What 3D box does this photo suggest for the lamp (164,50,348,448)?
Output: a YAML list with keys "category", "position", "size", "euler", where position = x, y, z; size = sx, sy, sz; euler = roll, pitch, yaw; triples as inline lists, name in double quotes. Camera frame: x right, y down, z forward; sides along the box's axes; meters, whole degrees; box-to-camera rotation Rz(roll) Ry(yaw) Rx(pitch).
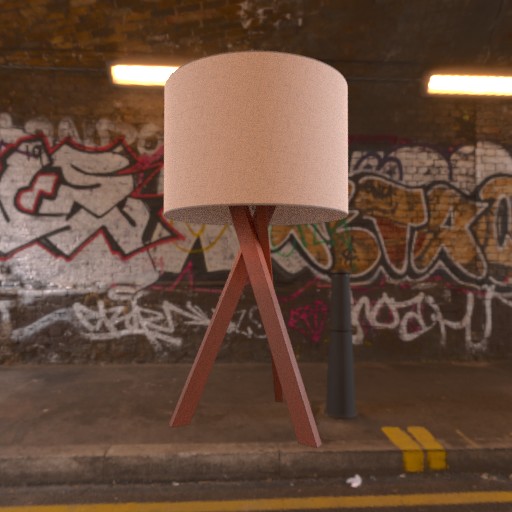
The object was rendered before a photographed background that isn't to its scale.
- category: "lamp"
  position: [0.000, 0.000, 0.931]
  size: [0.380, 0.686, 0.380]
  euler: [-1, -2, 35]
